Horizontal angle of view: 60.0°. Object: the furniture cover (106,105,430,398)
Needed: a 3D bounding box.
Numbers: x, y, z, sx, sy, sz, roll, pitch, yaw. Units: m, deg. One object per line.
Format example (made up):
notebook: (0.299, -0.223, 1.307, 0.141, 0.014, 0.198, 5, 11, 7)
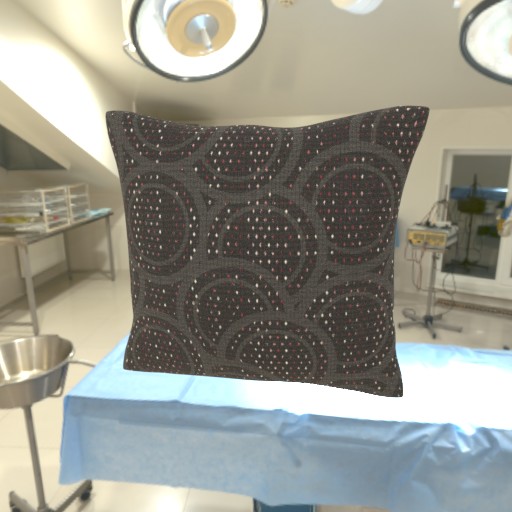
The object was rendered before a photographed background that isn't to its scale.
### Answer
furniture cover: (0.000, 0.000, 0.802, 0.552, 0.509, 0.193, 3, 14, 10)
